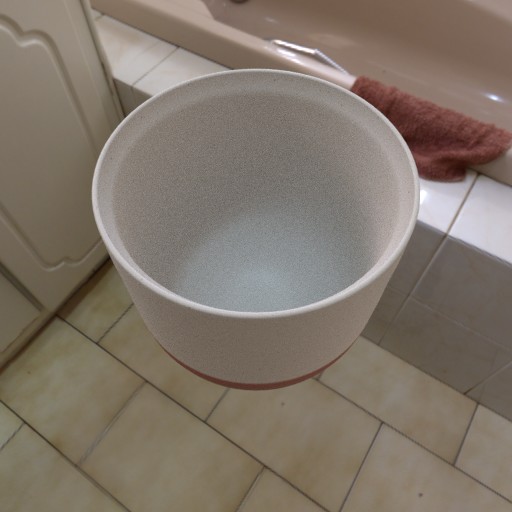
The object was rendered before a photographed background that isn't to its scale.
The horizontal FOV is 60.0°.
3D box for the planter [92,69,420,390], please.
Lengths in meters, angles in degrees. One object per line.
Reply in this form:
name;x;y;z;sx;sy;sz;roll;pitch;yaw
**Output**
planter;0.000;0.000;0.478;0.268;0.270;0.268;0;58;0
